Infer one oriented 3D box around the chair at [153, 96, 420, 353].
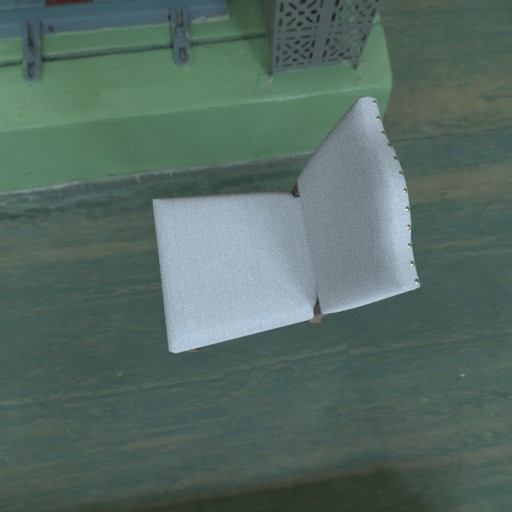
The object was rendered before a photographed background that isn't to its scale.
[{"bbox_3d":[0.000,0.000,1.380,0.620,1.020,0.508,-9,78,-2],"label":"chair"}]
